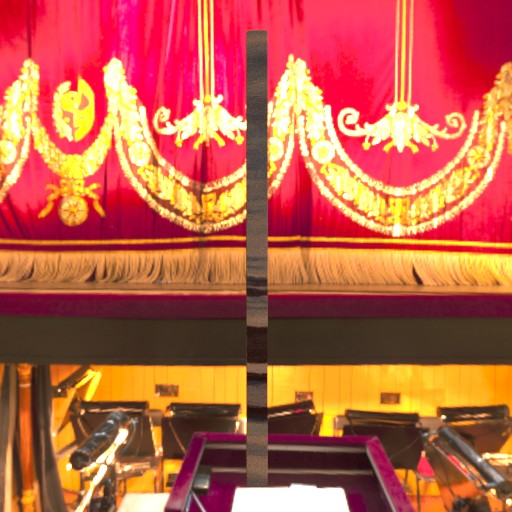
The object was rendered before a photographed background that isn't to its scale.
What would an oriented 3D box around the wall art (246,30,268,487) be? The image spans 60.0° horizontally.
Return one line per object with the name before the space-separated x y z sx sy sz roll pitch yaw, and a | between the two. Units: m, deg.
wall art | 0.000 0.000 1.095 0.035 0.747 0.747 0 1 0
